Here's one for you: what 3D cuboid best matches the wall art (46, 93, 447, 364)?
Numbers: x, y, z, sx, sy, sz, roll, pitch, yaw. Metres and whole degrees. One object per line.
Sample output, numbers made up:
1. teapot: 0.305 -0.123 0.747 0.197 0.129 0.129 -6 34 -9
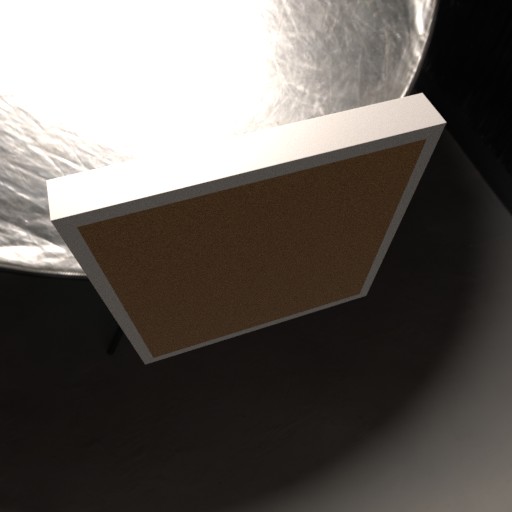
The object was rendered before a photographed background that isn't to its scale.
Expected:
1. wall art: 0.000 0.000 0.462 0.305 0.302 0.038 -16 59 -10
